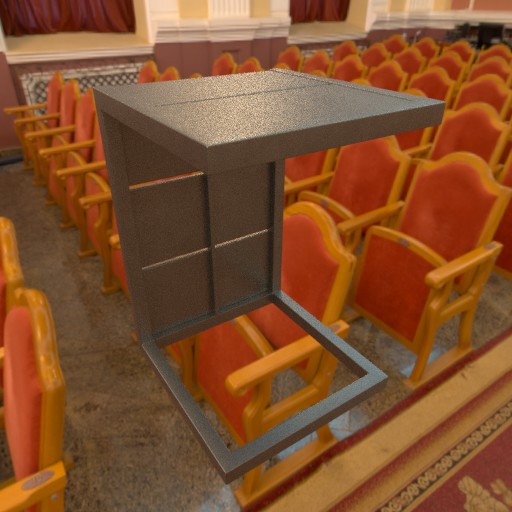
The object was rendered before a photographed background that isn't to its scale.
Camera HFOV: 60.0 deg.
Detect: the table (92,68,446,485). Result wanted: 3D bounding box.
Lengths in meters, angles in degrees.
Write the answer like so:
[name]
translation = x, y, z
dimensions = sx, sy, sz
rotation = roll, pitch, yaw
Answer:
[table]
translation = 0.000, 0.000, 0.870
dimensions = 0.405, 0.609, 0.420
rotation = -19, 35, -29
